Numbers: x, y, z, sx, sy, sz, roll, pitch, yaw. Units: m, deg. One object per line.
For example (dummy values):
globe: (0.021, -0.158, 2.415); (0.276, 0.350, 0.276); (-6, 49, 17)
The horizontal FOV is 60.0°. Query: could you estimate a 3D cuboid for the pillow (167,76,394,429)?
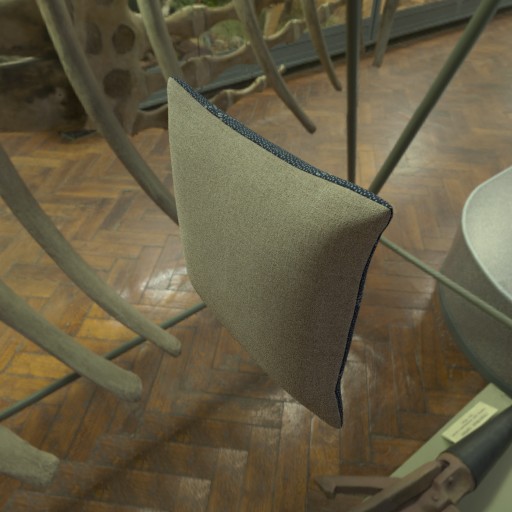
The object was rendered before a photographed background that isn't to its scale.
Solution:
pillow: (0.000, 0.000, 0.684); (0.148, 0.428, 0.435); (-27, 48, -26)
